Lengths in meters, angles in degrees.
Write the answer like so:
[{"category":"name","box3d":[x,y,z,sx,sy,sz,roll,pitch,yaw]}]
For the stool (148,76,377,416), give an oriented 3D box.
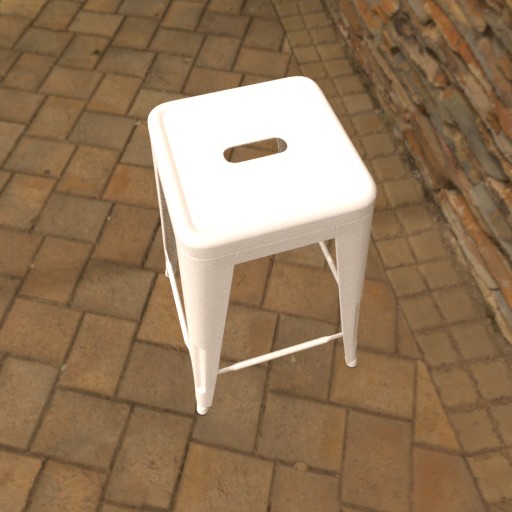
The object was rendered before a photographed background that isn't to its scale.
[{"category":"stool","box3d":[0.000,0.000,0.900,0.406,0.610,0.406,-15,60,-9]}]
